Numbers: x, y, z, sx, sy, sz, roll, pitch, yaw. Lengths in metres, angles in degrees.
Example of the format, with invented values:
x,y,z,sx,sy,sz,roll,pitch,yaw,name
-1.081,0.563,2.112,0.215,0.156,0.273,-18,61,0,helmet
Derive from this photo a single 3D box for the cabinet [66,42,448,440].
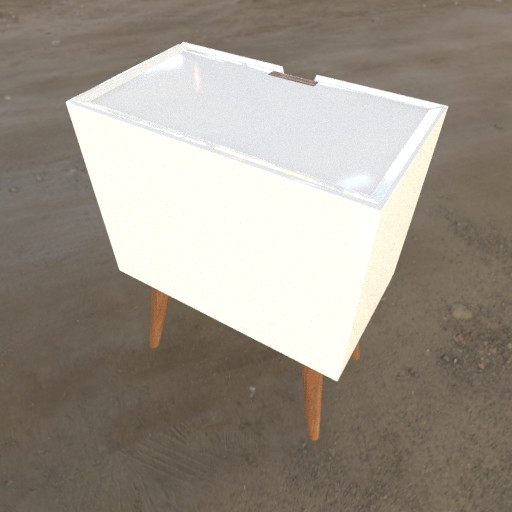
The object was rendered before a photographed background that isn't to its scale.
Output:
x,y,z,sx,sy,sz,roll,pitch,yaw,name
0.000,0.000,1.062,0.591,0.772,0.344,23,50,21,cabinet
